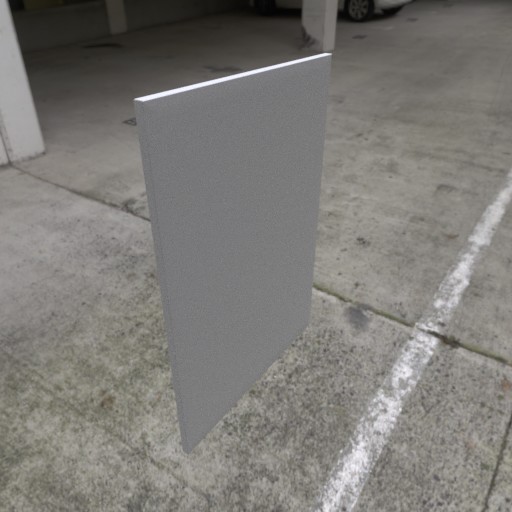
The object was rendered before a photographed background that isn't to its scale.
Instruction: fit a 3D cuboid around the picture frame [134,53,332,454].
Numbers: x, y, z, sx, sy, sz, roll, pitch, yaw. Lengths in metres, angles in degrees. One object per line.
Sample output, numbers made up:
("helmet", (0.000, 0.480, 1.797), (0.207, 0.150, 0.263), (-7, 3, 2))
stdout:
("picture frame", (0.000, 0.000, 0.684), (0.012, 0.534, 0.381), (21, 37, 30))
